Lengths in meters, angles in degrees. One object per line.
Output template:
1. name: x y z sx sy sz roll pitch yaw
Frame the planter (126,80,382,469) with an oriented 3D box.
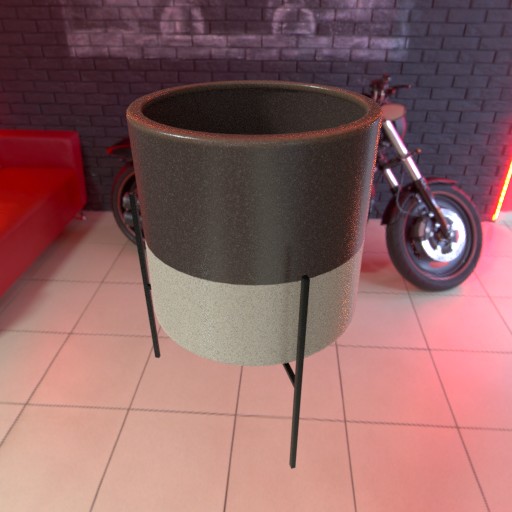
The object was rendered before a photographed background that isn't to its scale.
1. planter: 0.000 0.000 0.516 0.250 0.353 0.260 21 37 30
